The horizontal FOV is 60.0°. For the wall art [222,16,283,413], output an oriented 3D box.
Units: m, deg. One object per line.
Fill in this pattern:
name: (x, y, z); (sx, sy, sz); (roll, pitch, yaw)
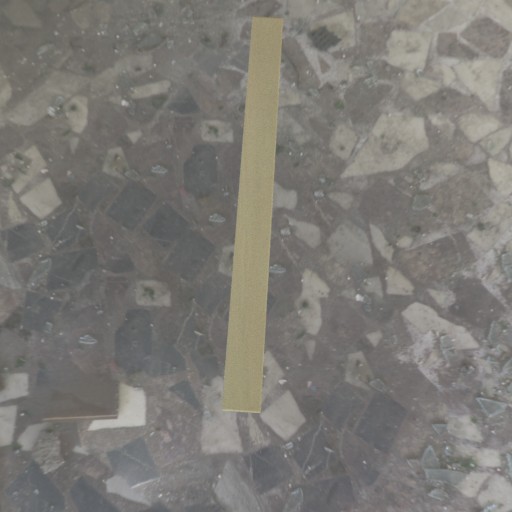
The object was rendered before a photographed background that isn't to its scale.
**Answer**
wall art: (0.000, 0.000, 0.812); (0.040, 0.608, 0.489); (3, 76, 1)
